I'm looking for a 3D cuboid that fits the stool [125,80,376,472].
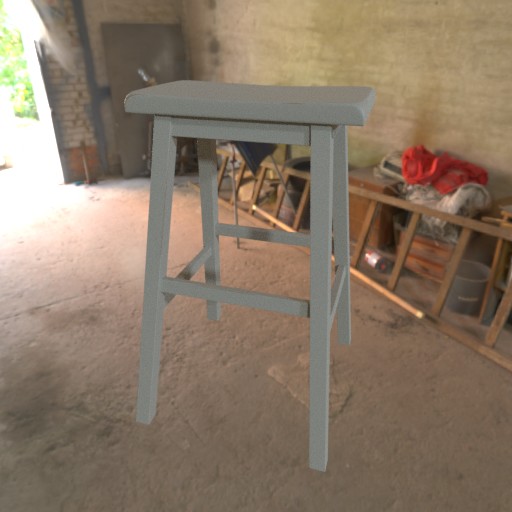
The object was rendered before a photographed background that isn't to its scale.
[{"bbox_3d":[0.000,0.000,1.040,0.457,0.737,0.476,8,28,15],"label":"stool"}]
